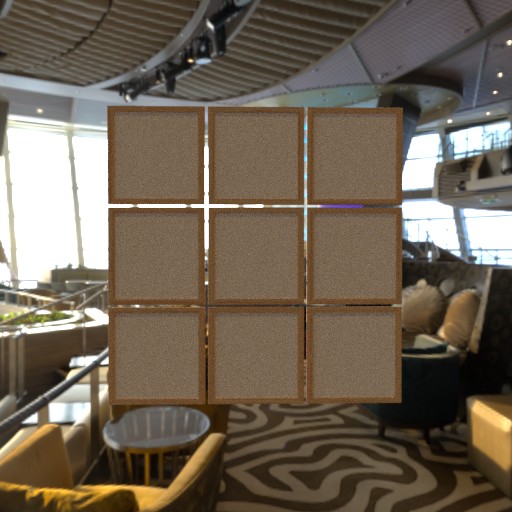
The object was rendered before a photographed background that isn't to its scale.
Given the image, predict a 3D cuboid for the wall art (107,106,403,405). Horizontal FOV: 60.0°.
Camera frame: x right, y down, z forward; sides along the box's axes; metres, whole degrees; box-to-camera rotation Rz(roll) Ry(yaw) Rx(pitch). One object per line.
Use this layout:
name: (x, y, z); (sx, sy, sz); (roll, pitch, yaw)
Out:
wall art: (0.000, 0.000, 2.294); (1.519, 1.534, 0.013); (0, 1, -1)
